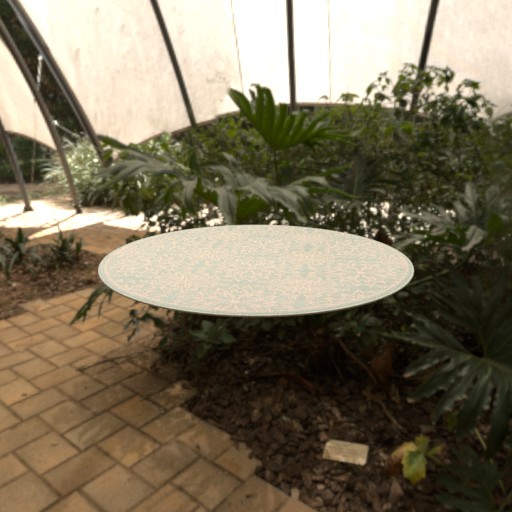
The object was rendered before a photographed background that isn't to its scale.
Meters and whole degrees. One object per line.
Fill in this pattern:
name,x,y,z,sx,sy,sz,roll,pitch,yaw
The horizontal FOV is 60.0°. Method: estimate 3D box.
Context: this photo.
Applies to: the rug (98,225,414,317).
rug,0.000,0.000,2.361,1.593,0.012,1.593,0,16,0
